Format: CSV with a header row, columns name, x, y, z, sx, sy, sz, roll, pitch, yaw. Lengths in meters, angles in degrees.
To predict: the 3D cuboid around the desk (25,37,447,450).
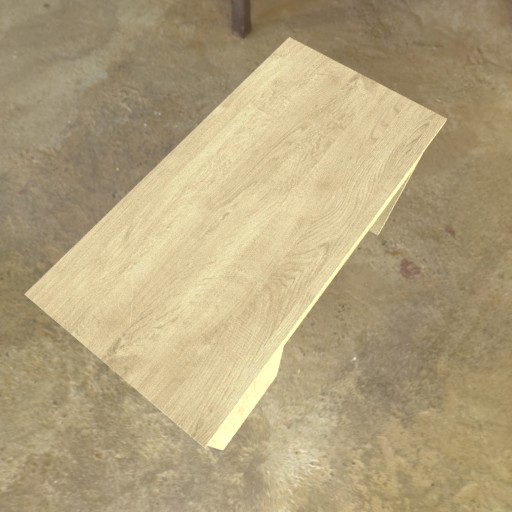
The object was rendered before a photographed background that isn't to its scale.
name,x,y,z,sx,sy,sz,roll,pitch,yaw
desk,0.000,0.000,1.506,0.560,0.735,1.097,34,70,15
